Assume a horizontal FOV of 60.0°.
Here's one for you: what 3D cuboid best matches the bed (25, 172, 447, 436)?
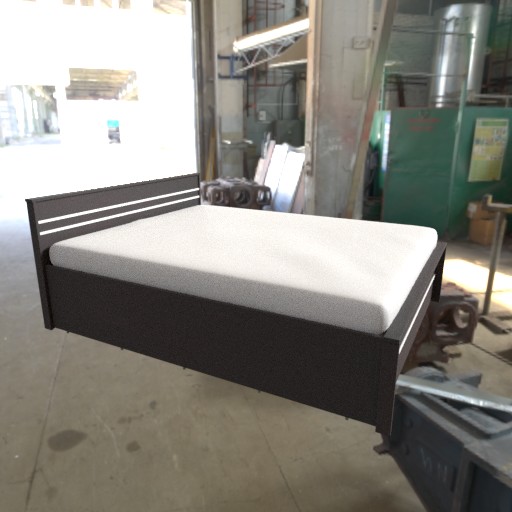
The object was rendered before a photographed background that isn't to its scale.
[{"bbox_3d":[0.000,0.000,2.842,2.103,0.808,1.634,9,19,27],"label":"bed"}]
